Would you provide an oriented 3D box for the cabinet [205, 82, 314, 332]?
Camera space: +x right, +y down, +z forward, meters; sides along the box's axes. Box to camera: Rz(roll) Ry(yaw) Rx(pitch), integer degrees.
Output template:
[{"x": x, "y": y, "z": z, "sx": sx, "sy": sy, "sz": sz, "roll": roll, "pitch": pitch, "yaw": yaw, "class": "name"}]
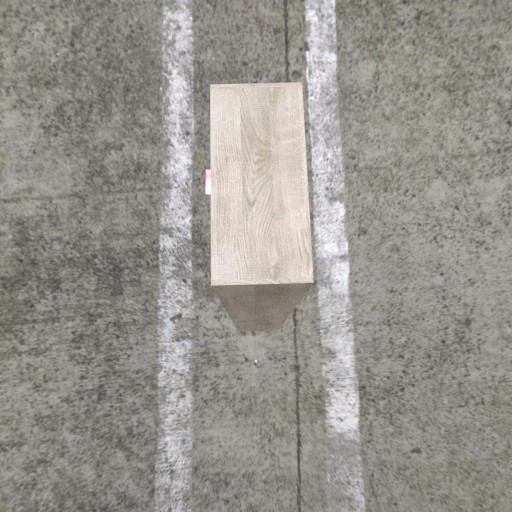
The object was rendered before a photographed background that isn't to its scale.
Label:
[{"x": 0.000, "y": 0.000, "z": 1.865, "sx": 0.250, "sy": 1.630, "sz": 0.520, "roll": -2, "pitch": 77, "yaw": 0, "class": "cabinet"}]
